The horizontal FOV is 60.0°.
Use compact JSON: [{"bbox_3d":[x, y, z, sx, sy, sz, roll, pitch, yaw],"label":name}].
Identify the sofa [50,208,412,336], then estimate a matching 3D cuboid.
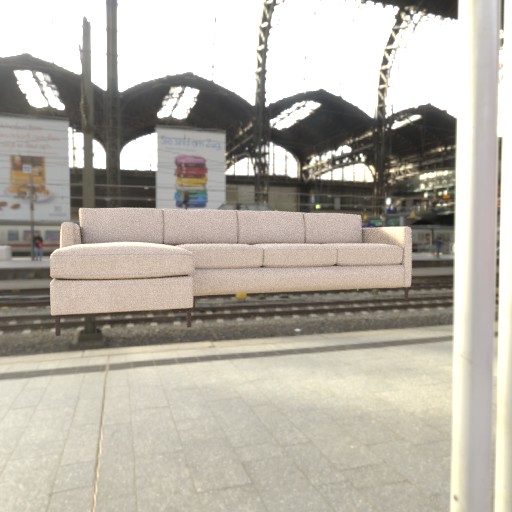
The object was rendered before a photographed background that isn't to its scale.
[{"bbox_3d":[0.000,0.000,3.572,2.923,0.816,1.469,-1,2,-20],"label":"sofa"}]
